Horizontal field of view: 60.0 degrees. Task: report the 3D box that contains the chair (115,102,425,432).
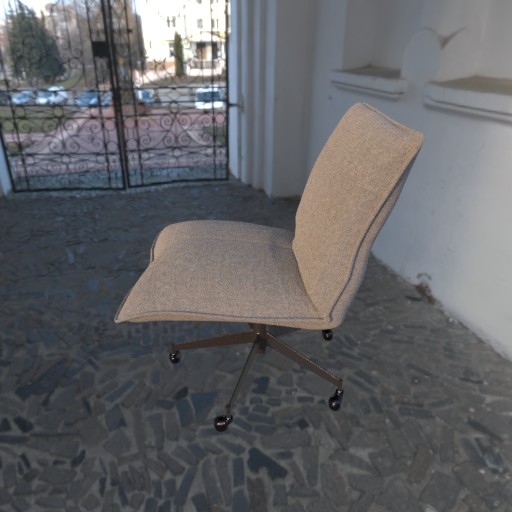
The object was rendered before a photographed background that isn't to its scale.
[{"bbox_3d":[0.000,0.000,1.301,0.696,0.811,0.597,1,26,1],"label":"chair"}]
